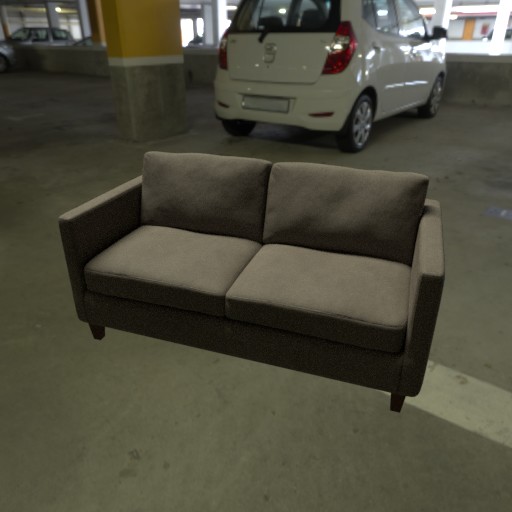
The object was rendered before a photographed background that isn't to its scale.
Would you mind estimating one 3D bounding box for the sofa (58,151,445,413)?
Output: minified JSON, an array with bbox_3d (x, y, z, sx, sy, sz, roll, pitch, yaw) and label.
[{"bbox_3d":[0.000,0.000,2.482,1.884,0.963,0.950,9,28,17],"label":"sofa"}]
